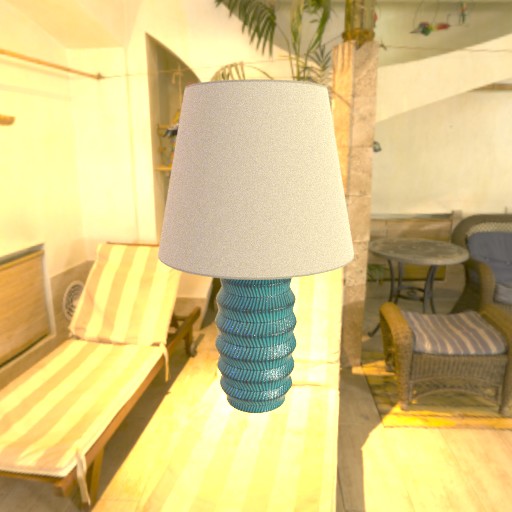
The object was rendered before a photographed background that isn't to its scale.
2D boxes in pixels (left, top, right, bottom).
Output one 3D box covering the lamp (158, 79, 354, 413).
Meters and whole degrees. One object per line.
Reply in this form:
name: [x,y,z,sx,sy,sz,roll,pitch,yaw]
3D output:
lamp: [0.000,0.000,0.821,0.355,0.582,0.355,0,14,0]
